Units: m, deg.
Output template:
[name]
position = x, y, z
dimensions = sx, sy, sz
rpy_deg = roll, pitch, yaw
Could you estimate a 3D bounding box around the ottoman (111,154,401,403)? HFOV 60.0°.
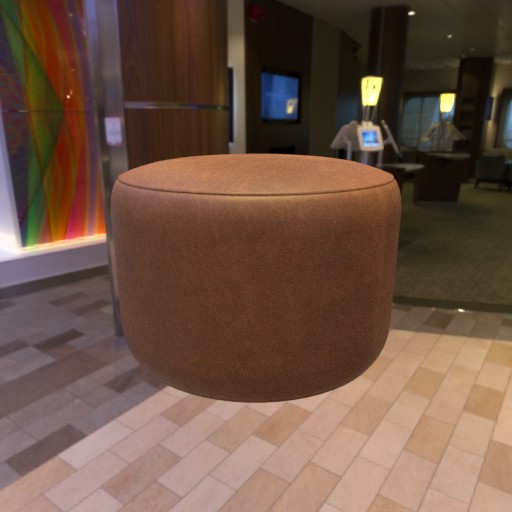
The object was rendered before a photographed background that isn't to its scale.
[ottoman]
position = 0.000, 0.000, 1.006
dimensions = 0.607, 0.438, 0.607
rpy_deg = 0, 17, 0
